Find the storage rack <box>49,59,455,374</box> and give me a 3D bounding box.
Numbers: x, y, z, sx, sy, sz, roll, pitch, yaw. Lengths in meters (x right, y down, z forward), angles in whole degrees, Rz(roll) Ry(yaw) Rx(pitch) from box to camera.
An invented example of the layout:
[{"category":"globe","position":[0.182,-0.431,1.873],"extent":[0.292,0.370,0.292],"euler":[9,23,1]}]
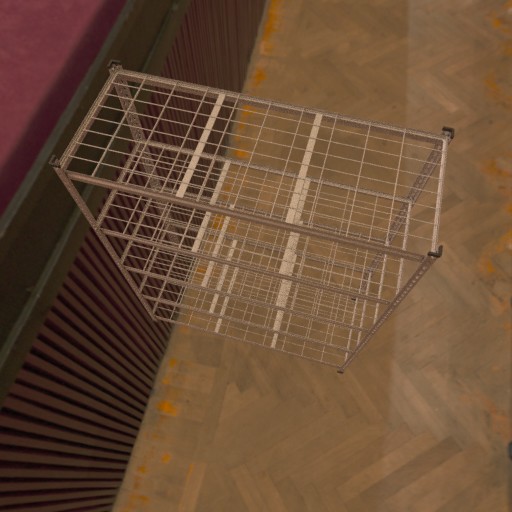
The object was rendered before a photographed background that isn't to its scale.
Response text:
[{"category":"storage rack","position":[0.000,0.000,2.661],"extent":[1.524,1.981,0.610],"euler":[14,64,7]}]
